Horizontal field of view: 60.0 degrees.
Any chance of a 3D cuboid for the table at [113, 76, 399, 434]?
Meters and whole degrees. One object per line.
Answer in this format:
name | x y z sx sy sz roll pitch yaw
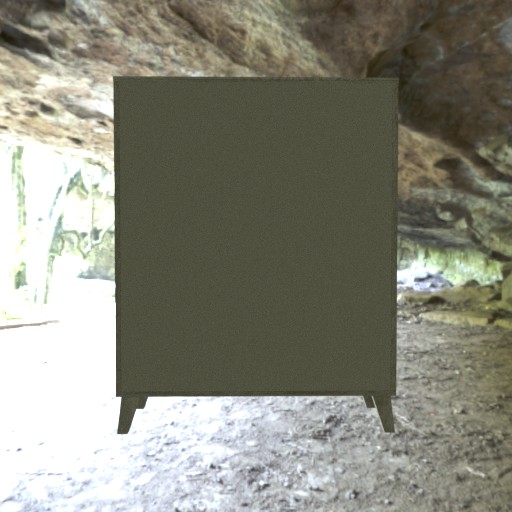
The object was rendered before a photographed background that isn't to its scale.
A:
table | 0.000 0.000 1.539 0.902 1.135 0.256 0 1 -1
